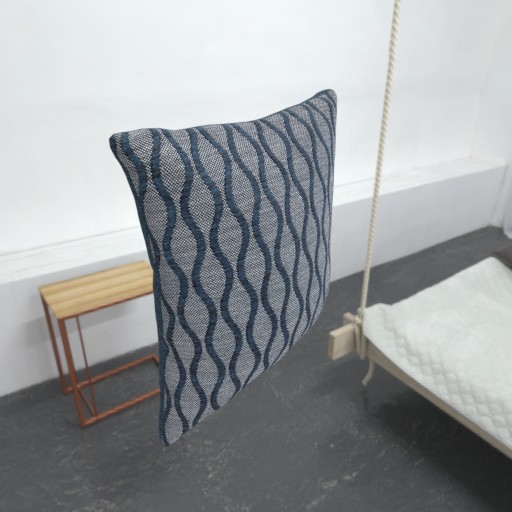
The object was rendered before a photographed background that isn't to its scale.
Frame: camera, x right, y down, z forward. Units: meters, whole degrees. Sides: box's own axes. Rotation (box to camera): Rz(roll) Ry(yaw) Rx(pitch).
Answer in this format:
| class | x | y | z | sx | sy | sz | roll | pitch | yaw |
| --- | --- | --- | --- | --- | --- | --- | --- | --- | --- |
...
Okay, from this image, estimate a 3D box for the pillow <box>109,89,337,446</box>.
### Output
| class | x | y | z | sx | sy | sz | roll | pitch | yaw |
| --- | --- | --- | --- | --- | --- | --- | --- | --- | --- |
| pillow | 0.000 | 0.000 | 0.664 | 0.159 | 0.435 | 0.435 | 18 | 32 | 32 |
